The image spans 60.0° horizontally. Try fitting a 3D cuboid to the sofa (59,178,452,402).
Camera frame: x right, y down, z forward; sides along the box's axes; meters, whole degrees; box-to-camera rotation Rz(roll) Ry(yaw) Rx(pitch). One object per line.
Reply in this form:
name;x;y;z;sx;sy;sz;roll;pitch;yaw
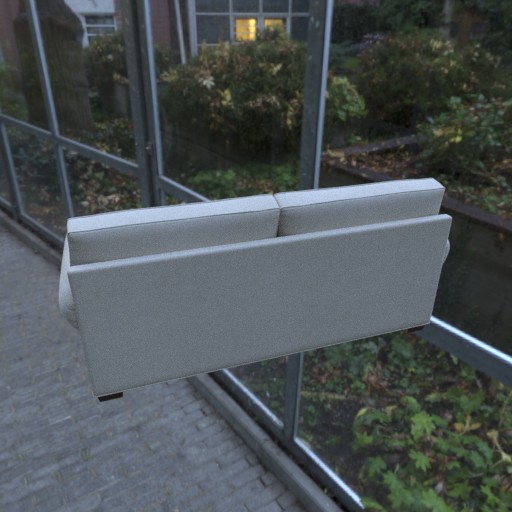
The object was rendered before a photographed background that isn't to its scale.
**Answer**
sofa;0.000;0.000;2.665;2.146;0.962;0.901;-9;28;-16
